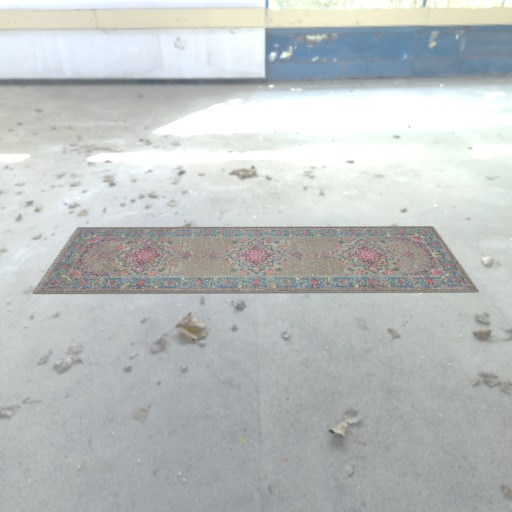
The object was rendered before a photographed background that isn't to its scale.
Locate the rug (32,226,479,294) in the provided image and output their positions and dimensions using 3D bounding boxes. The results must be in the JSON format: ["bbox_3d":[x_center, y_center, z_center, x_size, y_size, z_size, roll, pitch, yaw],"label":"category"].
[{"bbox_3d":[0.000,0.000,2.038,1.827,0.012,0.553,0,33,0],"label":"rug"}]
